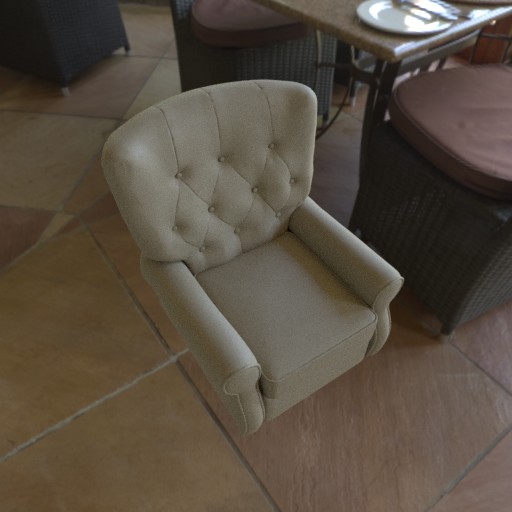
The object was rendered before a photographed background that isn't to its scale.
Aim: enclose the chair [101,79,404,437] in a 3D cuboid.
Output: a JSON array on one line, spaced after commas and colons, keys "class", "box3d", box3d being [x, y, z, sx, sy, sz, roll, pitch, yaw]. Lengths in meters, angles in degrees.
[{"class": "chair", "box3d": [0.000, 0.000, 1.935, 0.943, 1.158, 1.059, -25, 52, -22]}]
